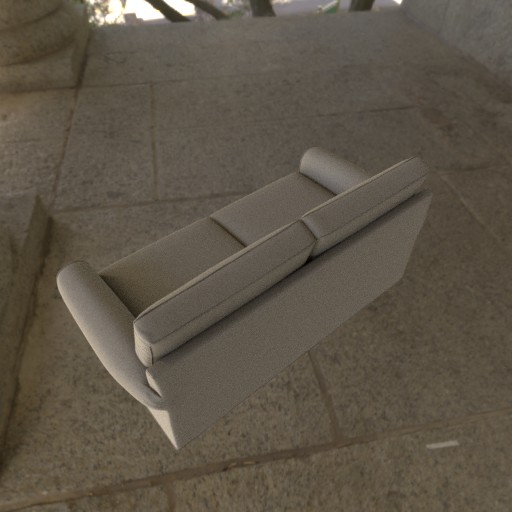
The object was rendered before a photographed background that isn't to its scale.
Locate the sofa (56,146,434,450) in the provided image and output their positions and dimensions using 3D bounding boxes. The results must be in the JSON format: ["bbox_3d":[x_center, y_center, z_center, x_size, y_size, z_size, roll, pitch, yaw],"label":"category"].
[{"bbox_3d":[0.000,0.000,2.456,1.930,0.952,0.940,-31,53,-27],"label":"sofa"}]
